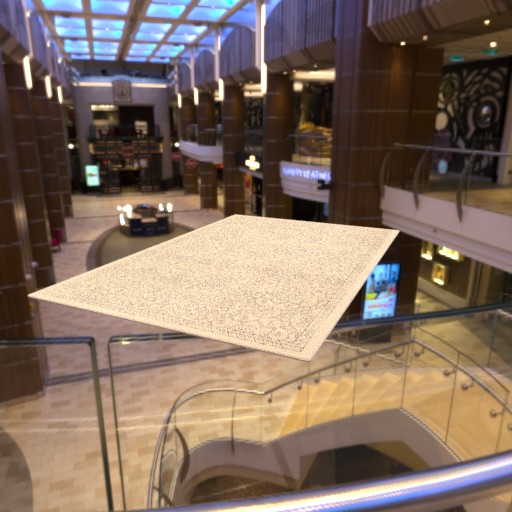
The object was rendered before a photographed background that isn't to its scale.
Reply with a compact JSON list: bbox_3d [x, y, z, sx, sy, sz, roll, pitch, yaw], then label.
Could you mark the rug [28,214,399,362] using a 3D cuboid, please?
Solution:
[{"bbox_3d":[0.000,0.000,2.360,1.219,0.010,1.829,8,19,24],"label":"rug"}]
